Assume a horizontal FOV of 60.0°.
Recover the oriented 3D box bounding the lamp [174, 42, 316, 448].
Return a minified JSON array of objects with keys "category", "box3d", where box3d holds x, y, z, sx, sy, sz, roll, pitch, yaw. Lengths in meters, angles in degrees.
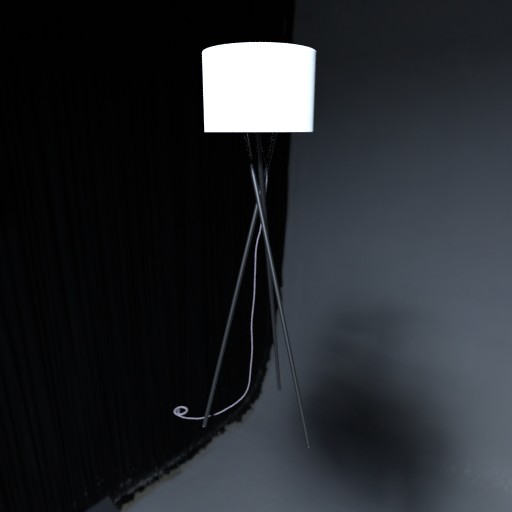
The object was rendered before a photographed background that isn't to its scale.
[{"category":"lamp","box3d":[0.000,0.000,1.948,0.667,1.624,0.522,14,21,40]}]
